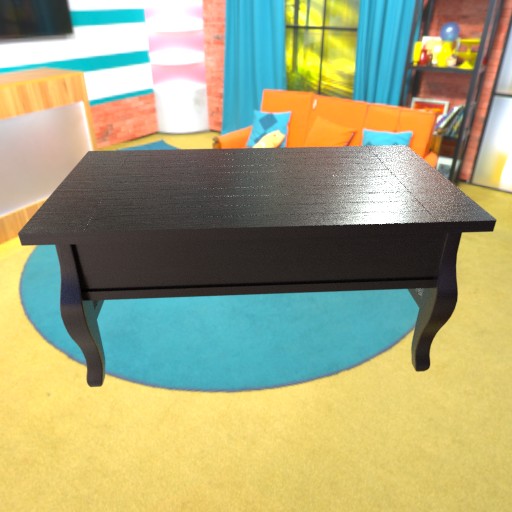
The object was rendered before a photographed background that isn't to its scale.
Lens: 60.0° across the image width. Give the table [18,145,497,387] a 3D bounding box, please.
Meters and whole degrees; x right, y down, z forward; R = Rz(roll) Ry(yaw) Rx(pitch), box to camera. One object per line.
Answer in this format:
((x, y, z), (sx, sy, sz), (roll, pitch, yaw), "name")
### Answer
((0.000, 0.000, 1.356), (1.062, 0.494, 0.600), (-2, 31, -3), "table")
